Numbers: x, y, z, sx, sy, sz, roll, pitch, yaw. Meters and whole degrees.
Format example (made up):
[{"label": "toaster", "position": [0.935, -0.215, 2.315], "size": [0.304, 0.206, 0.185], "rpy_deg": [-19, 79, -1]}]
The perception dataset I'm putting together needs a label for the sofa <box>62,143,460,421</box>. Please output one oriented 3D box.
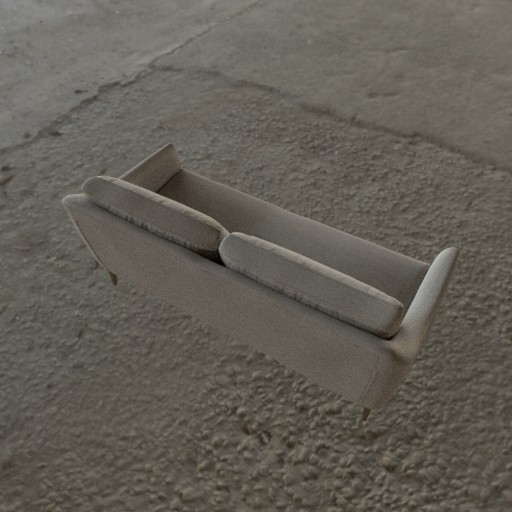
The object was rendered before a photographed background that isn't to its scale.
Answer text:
[{"label": "sofa", "position": [0.000, 0.000, 2.586], "size": [2.036, 0.913, 0.980], "rpy_deg": [24, 52, 21]}]
